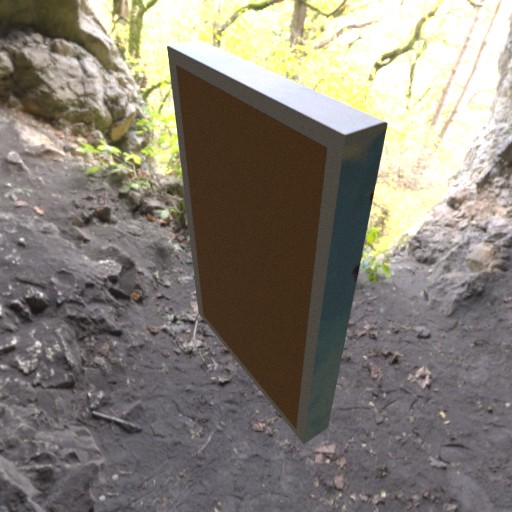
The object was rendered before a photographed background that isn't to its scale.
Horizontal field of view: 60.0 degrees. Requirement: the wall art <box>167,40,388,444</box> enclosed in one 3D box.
[{"bbox_3d":[0.000,0.000,0.481,0.039,0.380,0.251,-24,45,-26],"label":"wall art"}]
